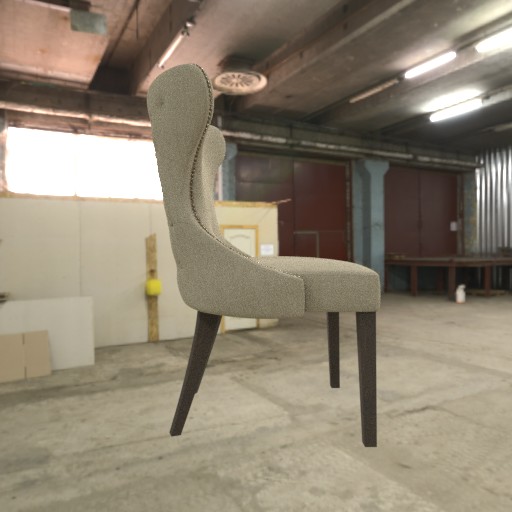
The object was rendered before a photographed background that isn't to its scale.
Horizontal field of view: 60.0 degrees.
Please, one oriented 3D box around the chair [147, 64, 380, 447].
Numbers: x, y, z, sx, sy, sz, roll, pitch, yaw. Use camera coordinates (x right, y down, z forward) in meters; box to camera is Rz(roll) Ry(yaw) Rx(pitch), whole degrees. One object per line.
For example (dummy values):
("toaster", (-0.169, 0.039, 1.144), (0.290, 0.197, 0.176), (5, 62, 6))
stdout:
("chair", (0.000, 0.000, 1.374), (0.635, 0.967, 0.628), (0, 1, 0))
